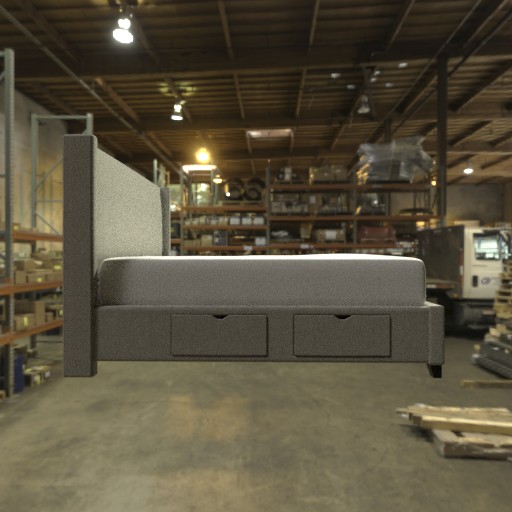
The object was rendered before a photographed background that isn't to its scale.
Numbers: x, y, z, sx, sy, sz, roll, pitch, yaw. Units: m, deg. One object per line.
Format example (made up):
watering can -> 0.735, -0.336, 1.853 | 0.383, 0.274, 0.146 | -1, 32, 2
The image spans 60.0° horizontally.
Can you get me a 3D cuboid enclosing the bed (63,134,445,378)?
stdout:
bed -> 0.000, 0.000, 3.695 | 2.280, 1.470, 2.140 | 0, 0, 1
